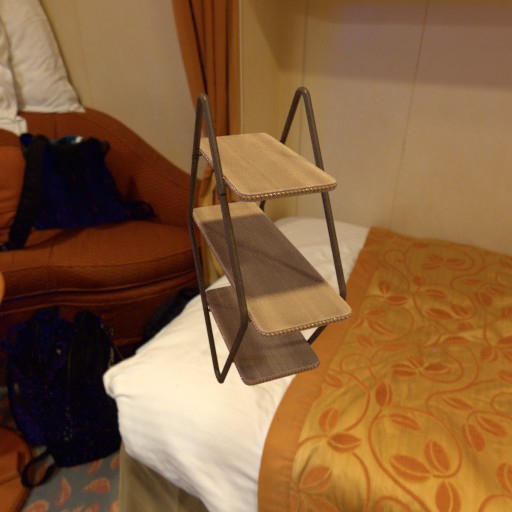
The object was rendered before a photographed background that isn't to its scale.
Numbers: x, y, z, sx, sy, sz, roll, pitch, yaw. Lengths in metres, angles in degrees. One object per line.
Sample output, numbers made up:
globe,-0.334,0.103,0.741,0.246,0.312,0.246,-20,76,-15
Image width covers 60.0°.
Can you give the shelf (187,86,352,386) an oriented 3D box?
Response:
shelf,0.000,0.000,1.092,0.234,0.774,0.609,-10,31,-17
